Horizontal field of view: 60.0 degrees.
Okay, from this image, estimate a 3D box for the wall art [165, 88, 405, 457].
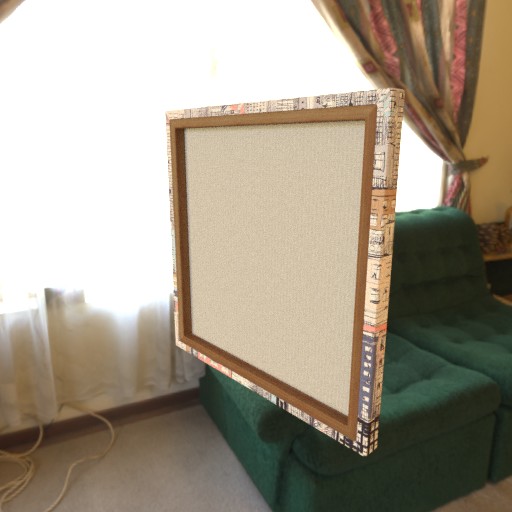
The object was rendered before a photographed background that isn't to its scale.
[{"bbox_3d":[0.000,0.000,0.926,0.038,0.608,0.607,-13,19,-41],"label":"wall art"}]
